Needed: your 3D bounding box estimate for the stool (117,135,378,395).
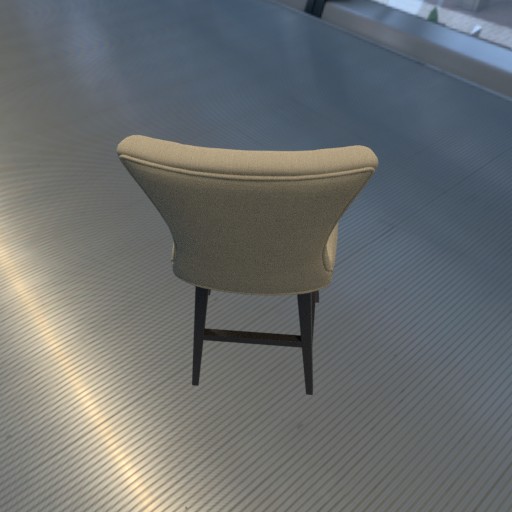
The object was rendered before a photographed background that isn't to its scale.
[{"bbox_3d":[0.000,0.000,1.395,0.514,1.086,0.574,4,46,3],"label":"stool"}]
